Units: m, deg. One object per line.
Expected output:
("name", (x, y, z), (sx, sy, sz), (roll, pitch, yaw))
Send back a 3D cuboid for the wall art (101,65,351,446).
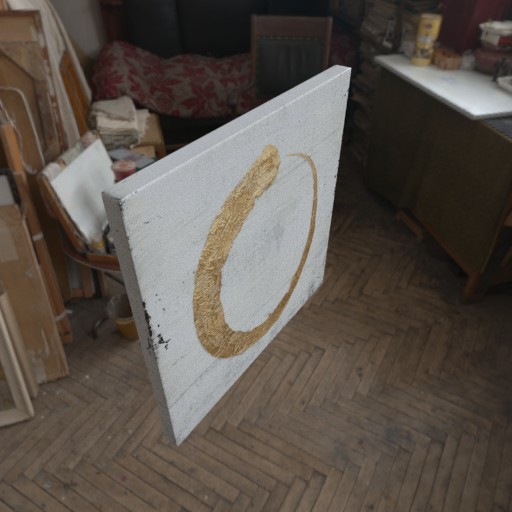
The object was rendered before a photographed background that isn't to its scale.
("wall art", (0.000, 0.000, 0.922), (0.040, 0.611, 0.610), (25, 46, 27))
